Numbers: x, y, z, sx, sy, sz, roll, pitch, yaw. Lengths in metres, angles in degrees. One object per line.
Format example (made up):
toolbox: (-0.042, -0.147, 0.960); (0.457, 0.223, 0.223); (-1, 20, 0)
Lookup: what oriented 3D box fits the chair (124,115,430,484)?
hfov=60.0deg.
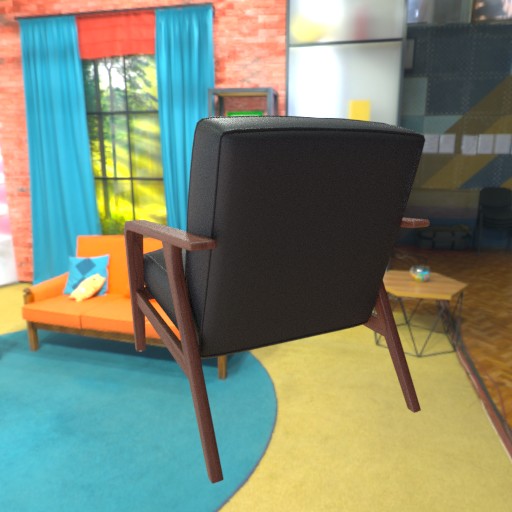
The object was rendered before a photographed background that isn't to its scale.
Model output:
chair: (0.000, 0.000, 1.493); (0.719, 0.861, 0.889); (-7, 15, -26)
